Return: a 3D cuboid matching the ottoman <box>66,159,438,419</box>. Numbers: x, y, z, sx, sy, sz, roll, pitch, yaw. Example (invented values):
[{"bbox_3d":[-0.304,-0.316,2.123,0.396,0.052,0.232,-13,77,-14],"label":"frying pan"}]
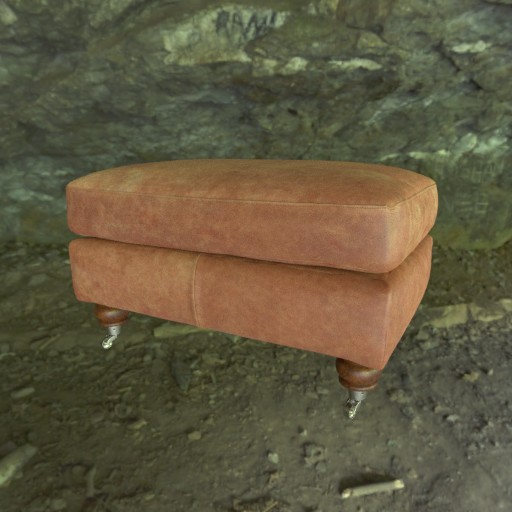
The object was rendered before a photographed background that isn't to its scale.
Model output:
[{"bbox_3d":[0.000,0.000,1.188,0.852,0.507,0.565,7,15,27],"label":"ottoman"}]
